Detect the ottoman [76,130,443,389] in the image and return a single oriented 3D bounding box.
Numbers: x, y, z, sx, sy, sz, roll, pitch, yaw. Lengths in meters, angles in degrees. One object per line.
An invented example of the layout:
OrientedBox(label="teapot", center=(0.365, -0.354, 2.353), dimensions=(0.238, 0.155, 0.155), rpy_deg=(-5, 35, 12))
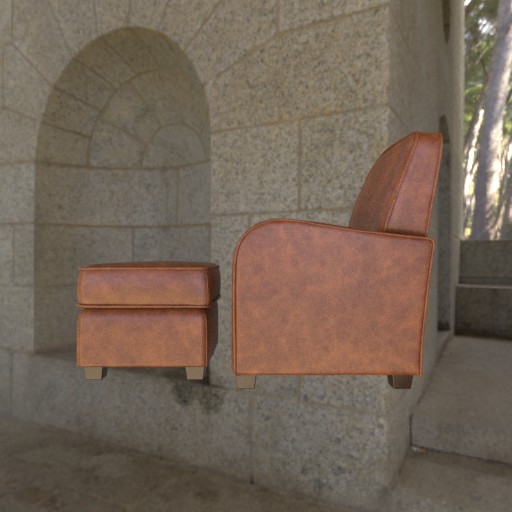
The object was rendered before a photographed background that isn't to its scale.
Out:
OrientedBox(label="ottoman", center=(0.000, 0.000, 1.840), dimensions=(1.314, 0.904, 0.732), rpy_deg=(0, 0, 0))
